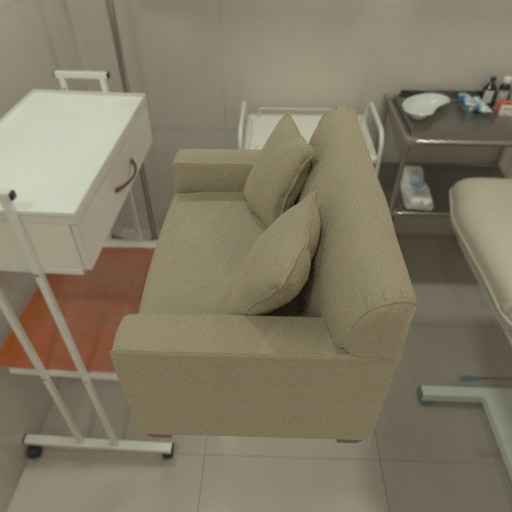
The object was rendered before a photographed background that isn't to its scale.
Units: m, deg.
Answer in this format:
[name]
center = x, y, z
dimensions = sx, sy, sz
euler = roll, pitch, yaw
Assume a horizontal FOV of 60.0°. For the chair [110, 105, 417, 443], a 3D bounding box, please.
[chair]
center = 0.000, 0.000, 2.054
dimensions = 1.000, 0.948, 1.383
euler = 1, 42, 1
